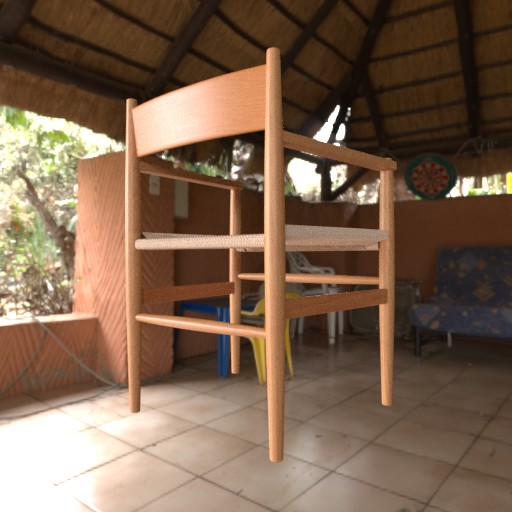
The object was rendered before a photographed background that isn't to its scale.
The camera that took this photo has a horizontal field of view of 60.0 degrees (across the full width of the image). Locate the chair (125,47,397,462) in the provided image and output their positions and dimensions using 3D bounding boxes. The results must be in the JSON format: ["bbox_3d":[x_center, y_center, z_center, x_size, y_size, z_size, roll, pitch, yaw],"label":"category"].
[{"bbox_3d":[0.000,0.000,1.123,0.556,0.762,0.495,0,0,38],"label":"chair"}]
